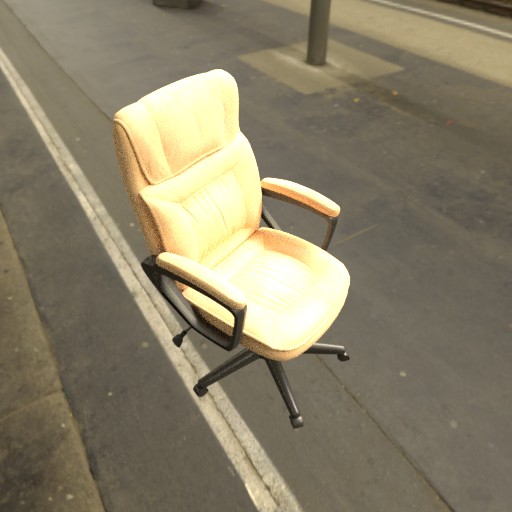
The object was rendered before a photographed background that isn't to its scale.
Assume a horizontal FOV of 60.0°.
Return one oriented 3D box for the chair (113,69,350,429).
[{"bbox_3d":[0.000,0.000,1.599,0.724,1.105,0.667,26,47,27],"label":"chair"}]
